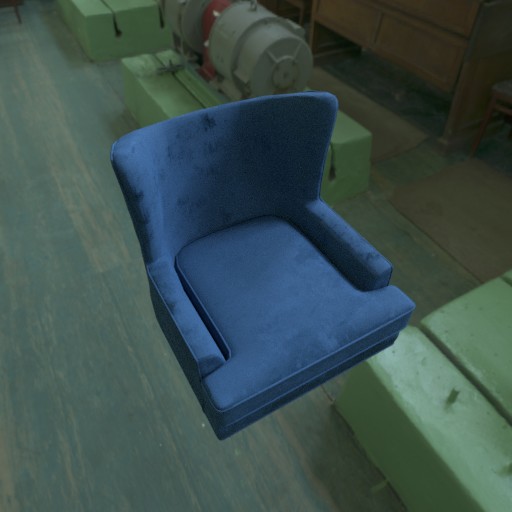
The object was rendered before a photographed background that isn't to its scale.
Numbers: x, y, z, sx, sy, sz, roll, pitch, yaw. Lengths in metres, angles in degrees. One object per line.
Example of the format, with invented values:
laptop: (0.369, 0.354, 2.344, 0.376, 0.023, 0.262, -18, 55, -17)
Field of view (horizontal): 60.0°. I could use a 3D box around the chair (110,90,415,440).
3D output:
chair: (0.000, 0.000, 1.635, 0.793, 0.952, 0.910, -22, 50, -20)
